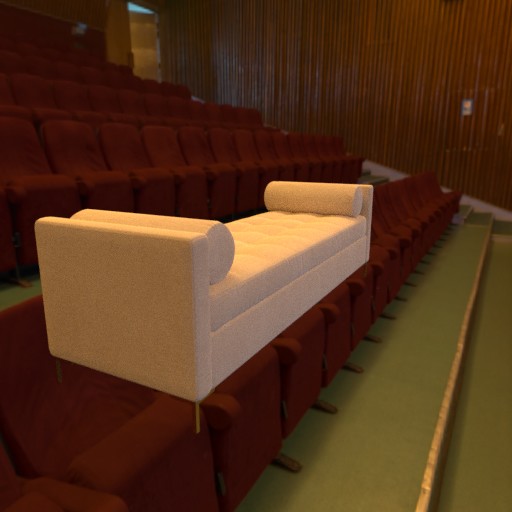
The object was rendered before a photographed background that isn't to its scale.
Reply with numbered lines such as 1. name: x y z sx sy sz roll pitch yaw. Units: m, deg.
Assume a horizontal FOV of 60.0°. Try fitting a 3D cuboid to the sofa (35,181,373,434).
1. sofa: 0.000 0.000 2.286 0.686 0.635 1.981 7 16 28
